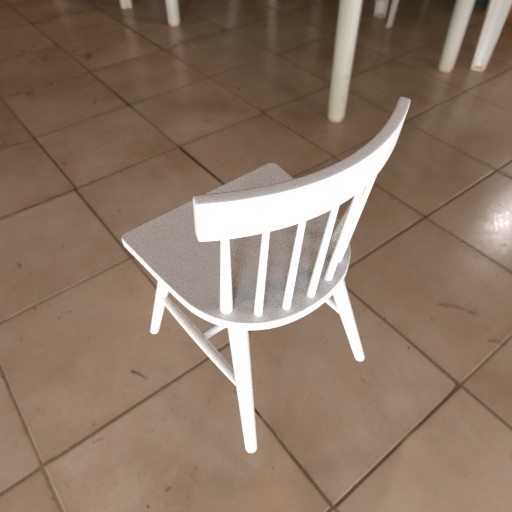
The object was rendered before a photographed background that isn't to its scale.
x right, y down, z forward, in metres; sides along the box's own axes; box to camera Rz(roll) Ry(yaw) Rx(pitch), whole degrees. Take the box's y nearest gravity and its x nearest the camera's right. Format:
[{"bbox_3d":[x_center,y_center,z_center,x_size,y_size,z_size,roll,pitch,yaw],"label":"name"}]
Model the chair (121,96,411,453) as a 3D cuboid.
[{"bbox_3d":[0.000,0.000,1.078,0.483,0.787,0.500,-31,54,-26],"label":"chair"}]
